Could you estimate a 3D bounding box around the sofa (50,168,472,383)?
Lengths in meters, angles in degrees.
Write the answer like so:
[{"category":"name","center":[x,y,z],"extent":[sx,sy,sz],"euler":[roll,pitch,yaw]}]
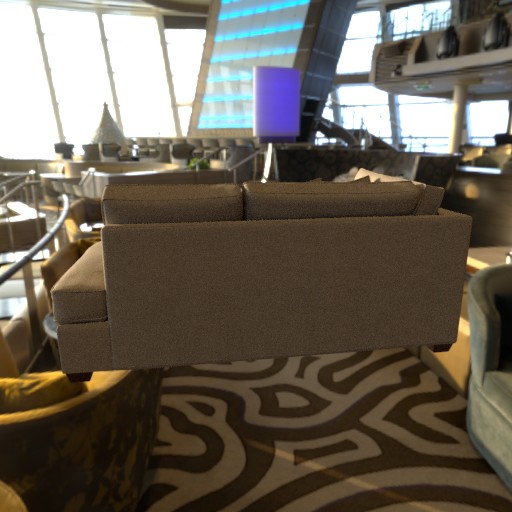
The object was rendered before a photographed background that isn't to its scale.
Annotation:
[{"category":"sofa","center":[0.000,0.000,2.834],"extent":[2.238,1.019,1.110],"euler":[-2,15,-9]}]
